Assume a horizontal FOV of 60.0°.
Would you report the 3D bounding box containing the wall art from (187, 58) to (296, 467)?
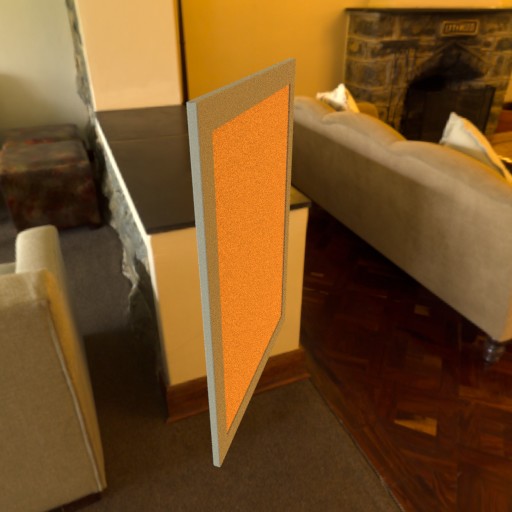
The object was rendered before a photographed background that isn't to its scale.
[{"bbox_3d":[0.000,0.000,0.690,0.012,0.529,0.374,9,31,16],"label":"wall art"}]
